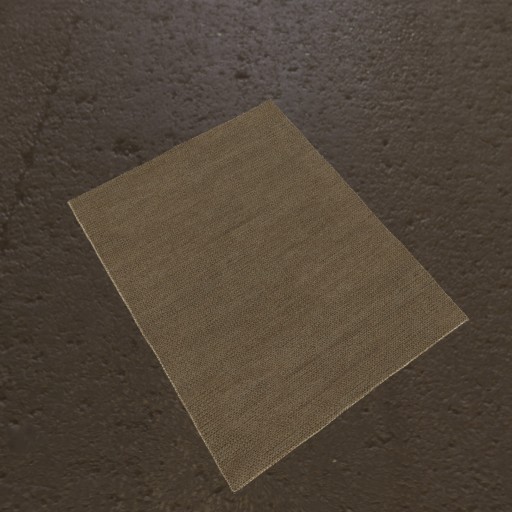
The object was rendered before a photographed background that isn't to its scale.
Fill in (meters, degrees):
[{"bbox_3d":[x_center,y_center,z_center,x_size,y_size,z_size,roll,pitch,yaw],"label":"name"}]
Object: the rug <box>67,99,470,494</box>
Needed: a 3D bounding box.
[{"bbox_3d":[0.000,0.000,4.083,2.429,0.030,3.052,-31,68,-14],"label":"rug"}]
